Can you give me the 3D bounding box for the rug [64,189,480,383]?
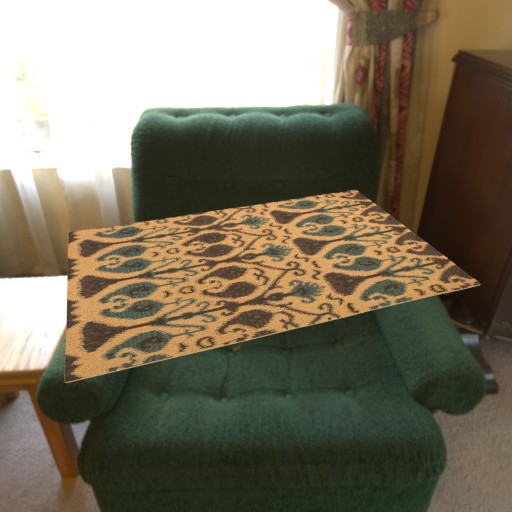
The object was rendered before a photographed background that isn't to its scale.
[{"bbox_3d":[0.000,0.000,2.112,1.698,0.013,1.072,-10,33,-16],"label":"rug"}]
